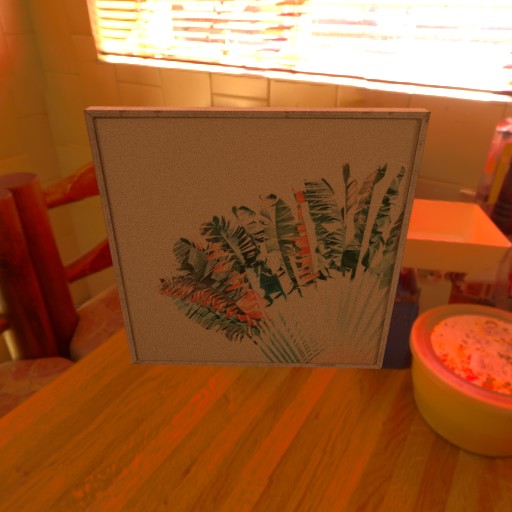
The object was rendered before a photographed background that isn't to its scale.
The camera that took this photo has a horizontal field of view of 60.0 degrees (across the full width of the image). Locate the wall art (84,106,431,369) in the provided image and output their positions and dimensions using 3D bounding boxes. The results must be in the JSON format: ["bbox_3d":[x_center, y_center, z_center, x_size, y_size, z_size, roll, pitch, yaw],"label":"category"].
[{"bbox_3d":[0.000,0.000,1.177,0.760,0.757,0.038,1,30,1],"label":"wall art"}]
